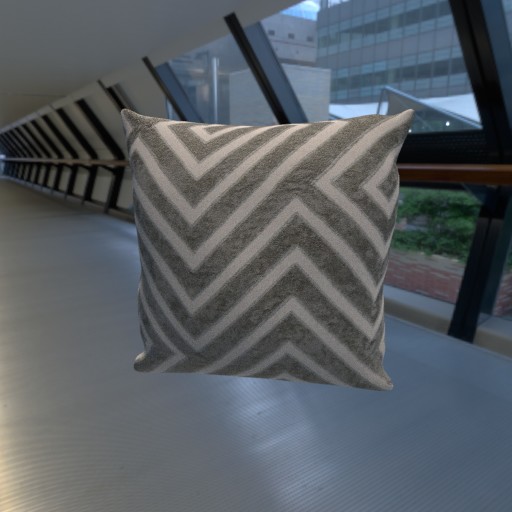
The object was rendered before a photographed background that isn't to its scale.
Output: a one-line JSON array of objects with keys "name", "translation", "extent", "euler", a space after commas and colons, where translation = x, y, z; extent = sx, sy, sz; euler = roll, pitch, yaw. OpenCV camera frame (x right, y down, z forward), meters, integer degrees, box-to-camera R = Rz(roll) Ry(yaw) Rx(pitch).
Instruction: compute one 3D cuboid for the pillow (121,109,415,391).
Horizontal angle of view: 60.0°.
[{"name": "pillow", "translation": [0.000, 0.000, 0.687], "extent": [0.440, 0.441, 0.182], "euler": [2, 14, 10]}]
